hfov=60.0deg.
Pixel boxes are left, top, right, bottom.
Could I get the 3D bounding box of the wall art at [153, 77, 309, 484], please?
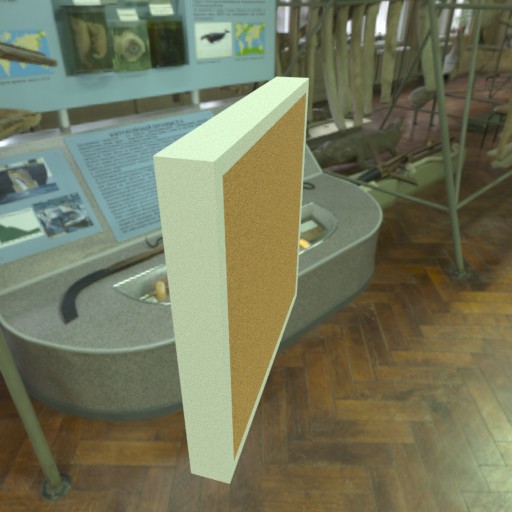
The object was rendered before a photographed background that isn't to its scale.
[{"bbox_3d":[0.000,0.000,0.457,0.038,0.302,0.305,8,31,14],"label":"wall art"}]
